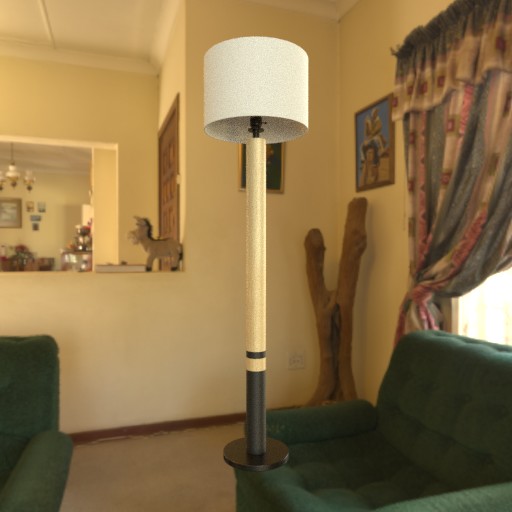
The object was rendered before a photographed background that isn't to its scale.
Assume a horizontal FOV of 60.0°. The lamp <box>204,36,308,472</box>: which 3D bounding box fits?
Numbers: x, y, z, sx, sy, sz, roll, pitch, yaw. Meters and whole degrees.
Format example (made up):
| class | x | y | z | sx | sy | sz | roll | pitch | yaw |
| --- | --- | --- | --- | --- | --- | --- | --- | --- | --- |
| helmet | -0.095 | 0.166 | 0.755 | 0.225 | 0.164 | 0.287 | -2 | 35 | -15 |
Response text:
| class | x | y | z | sx | sy | sz | roll | pitch | yaw |
| --- | --- | --- | --- | --- | --- | --- | --- | --- | --- |
| lamp | 0.000 | 0.000 | 1.636 | 0.381 | 1.478 | 0.381 | 0 | 1 | -35 |
